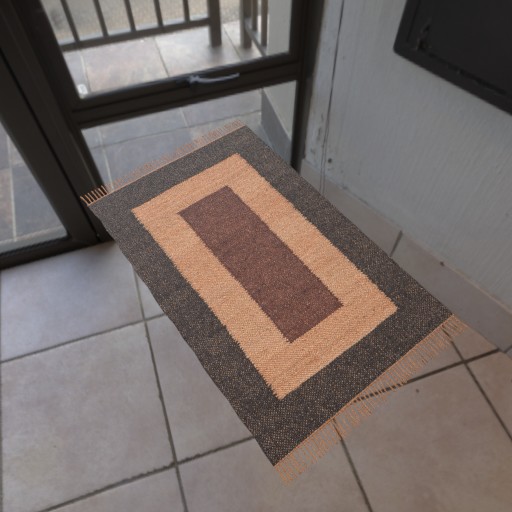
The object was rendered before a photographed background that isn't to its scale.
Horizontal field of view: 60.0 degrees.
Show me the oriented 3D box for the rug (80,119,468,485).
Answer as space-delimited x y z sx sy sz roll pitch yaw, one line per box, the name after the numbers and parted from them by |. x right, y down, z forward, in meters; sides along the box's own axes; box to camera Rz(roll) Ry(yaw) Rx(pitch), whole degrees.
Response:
0.000 0.000 1.904 0.920 0.013 1.541 -32 63 -19 | rug
